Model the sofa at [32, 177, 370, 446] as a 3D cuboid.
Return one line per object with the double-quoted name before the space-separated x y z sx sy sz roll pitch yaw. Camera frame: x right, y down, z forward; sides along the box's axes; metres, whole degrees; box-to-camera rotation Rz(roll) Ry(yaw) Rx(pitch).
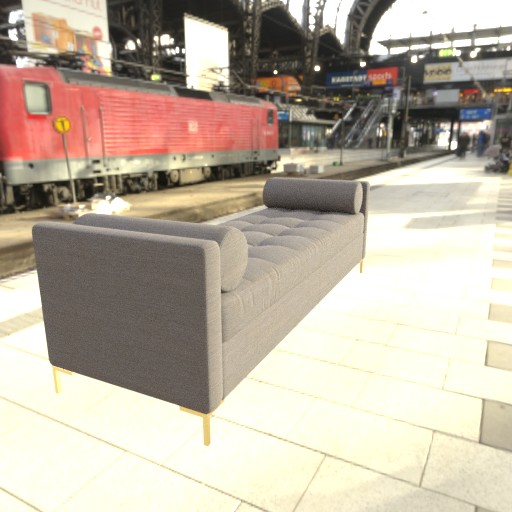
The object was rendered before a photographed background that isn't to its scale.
"sofa" 0.000 0.000 2.241 0.686 0.635 1.981 7 17 25
